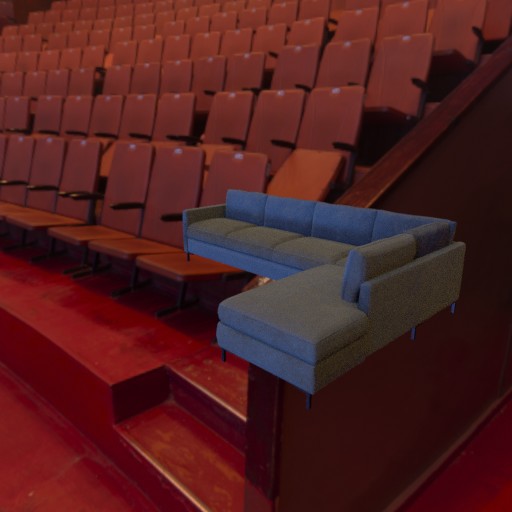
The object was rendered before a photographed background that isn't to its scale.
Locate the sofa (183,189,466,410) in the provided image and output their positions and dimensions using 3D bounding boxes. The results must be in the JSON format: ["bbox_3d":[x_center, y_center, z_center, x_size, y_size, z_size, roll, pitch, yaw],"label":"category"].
[{"bbox_3d":[0.000,0.000,3.371,1.707,0.687,2.486,-15,22,-42],"label":"sofa"}]
